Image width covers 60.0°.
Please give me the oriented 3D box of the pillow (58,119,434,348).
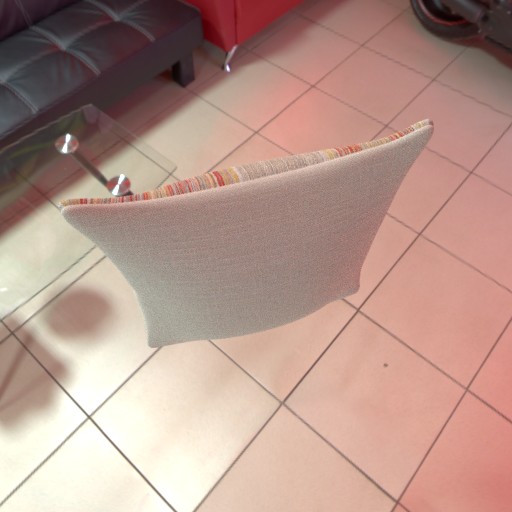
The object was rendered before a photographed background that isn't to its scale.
[{"bbox_3d":[0.000,0.000,0.700,0.451,0.449,0.191,-14,60,-8],"label":"pillow"}]
